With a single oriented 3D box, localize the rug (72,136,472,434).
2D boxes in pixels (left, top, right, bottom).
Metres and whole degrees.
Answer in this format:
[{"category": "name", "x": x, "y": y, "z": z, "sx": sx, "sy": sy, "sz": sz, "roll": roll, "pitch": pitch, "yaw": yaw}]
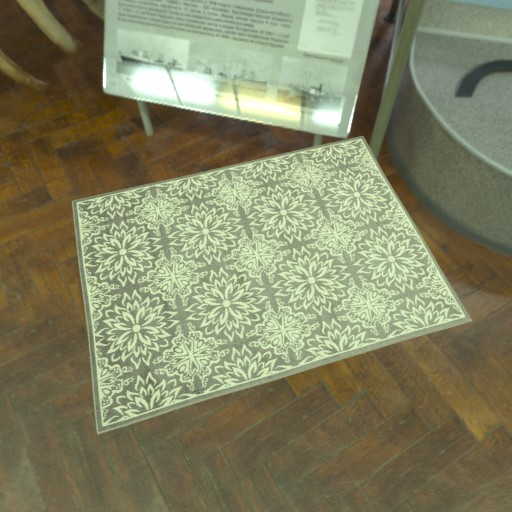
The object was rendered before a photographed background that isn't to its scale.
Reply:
[{"category": "rug", "x": 0.000, "y": 0.000, "z": 2.873, "sx": 2.213, "sy": 0.014, "sz": 1.608, "roll": -14, "pitch": 60, "yaw": -9}]
